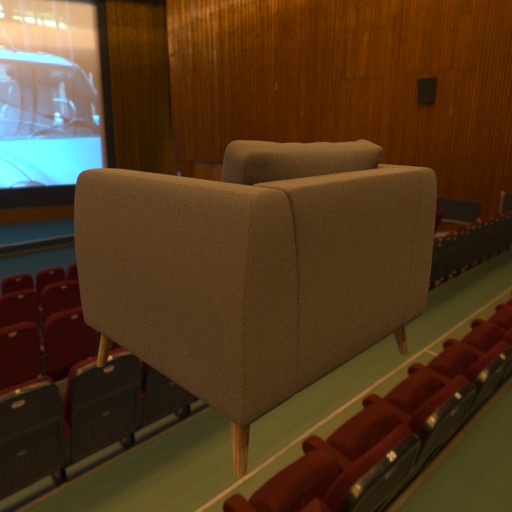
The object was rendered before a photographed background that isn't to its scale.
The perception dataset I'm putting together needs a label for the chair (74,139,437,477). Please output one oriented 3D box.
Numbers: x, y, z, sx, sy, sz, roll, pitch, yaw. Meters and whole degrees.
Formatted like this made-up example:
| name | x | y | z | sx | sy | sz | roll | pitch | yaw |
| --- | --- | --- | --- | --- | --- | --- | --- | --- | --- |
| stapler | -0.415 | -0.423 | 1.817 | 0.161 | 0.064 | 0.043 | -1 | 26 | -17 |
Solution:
| name | x | y | z | sx | sy | sz | roll | pitch | yaw |
| --- | --- | --- | --- | --- | --- | --- | --- | --- | --- |
| chair | 0.000 | 0.000 | 1.660 | 0.930 | 0.860 | 1.000 | 16 | 22 | 43 |
